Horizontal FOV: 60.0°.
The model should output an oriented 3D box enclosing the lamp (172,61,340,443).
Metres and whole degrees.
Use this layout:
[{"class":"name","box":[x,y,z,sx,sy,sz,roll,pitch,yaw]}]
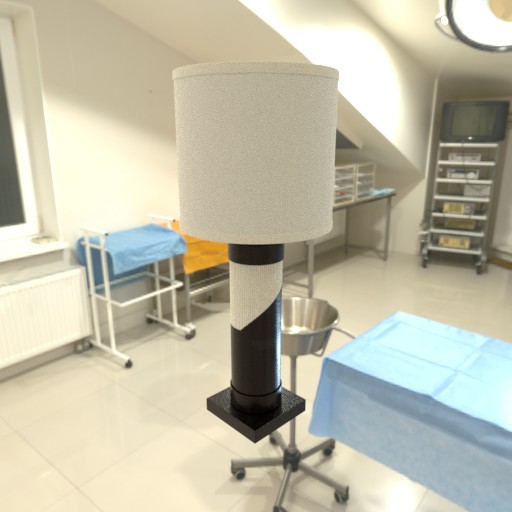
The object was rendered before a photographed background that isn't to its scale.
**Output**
[{"class":"lamp","box":[0.000,0.000,0.632,0.211,0.509,0.211,-15,22,-42]}]
